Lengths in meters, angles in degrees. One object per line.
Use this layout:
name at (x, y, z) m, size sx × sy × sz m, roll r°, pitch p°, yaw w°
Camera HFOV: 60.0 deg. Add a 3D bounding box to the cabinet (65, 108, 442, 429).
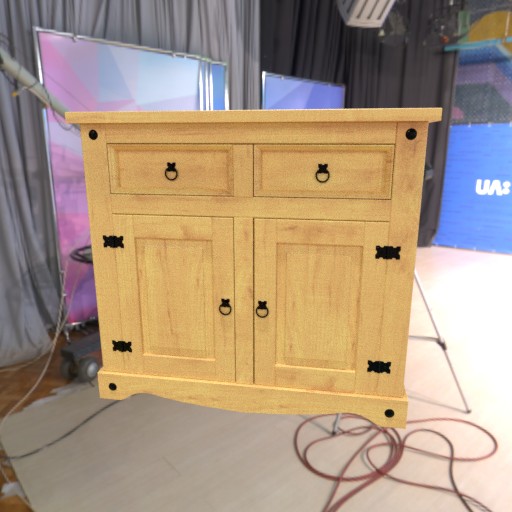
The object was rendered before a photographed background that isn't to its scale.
cabinet at (0.000, 0.000, 1.384) m, size 0.920 × 0.840 × 0.450 m, roll 2°, pitch 15°, yaw 9°
